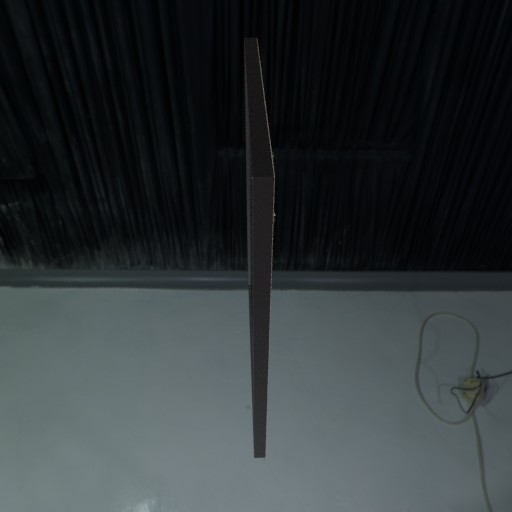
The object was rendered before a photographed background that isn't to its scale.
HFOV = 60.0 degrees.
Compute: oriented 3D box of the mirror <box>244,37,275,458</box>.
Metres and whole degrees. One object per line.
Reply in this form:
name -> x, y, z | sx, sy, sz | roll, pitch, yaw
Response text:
mirror -> 0.000, 0.000, 1.337 | 0.041, 1.016, 0.762 | -1, 42, -2
